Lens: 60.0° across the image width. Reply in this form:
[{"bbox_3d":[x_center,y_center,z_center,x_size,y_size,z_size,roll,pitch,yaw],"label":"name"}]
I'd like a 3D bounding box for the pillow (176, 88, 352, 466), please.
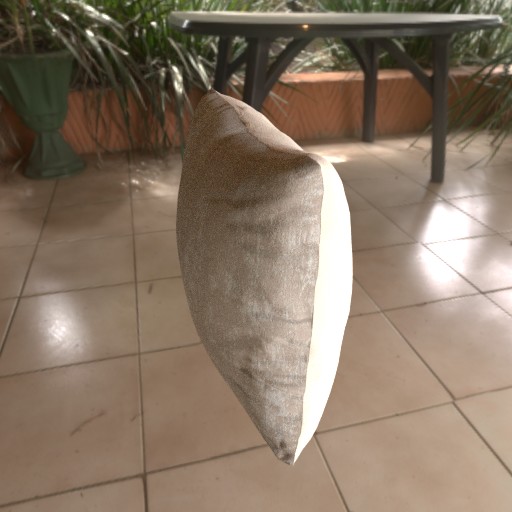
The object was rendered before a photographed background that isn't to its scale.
[{"bbox_3d":[0.000,0.000,0.711,0.245,0.448,0.450,-8,31,-14],"label":"pillow"}]
